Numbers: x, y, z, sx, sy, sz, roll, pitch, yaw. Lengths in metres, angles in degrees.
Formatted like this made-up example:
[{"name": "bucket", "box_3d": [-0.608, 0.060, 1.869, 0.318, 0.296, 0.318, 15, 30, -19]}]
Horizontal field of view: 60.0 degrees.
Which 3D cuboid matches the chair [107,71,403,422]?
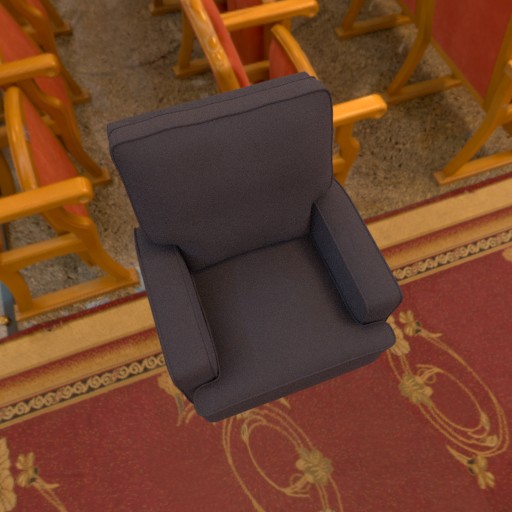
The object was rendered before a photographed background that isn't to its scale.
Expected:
[{"name": "chair", "box_3d": [0.000, 0.000, 1.680, 0.861, 0.962, 0.964, -18, 66, -9]}]
